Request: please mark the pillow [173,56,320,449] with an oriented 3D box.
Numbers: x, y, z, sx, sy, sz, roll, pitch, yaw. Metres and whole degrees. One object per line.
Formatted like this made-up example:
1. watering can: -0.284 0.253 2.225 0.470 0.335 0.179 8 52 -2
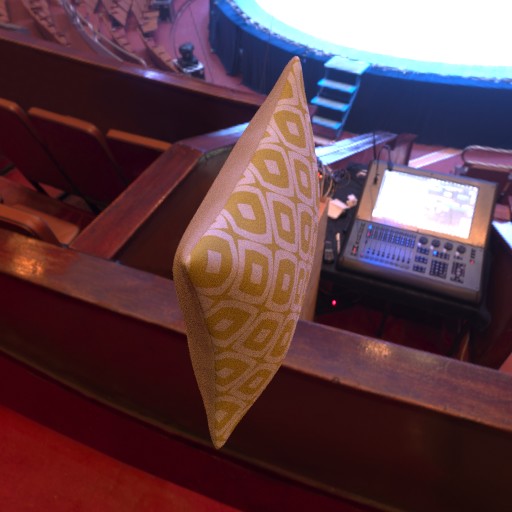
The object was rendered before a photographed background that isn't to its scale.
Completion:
1. pillow: 0.000 0.000 0.777 0.188 0.494 0.504 12 48 11
